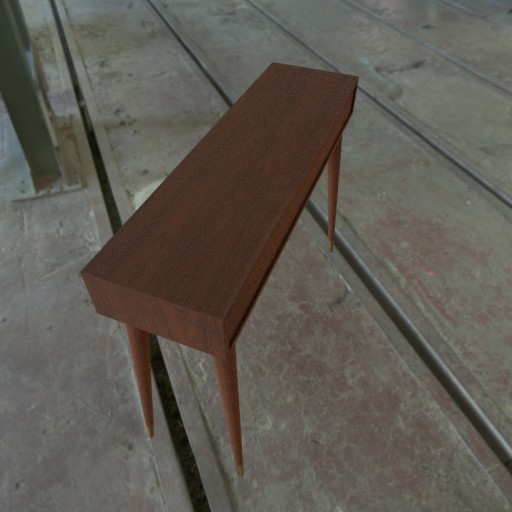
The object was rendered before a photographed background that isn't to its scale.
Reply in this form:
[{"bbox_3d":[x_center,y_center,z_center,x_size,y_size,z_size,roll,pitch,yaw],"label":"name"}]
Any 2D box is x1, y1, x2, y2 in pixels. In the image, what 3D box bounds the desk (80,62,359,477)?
[{"bbox_3d":[0.000,0.000,1.642,0.384,0.917,1.204,16,48,15],"label":"desk"}]
